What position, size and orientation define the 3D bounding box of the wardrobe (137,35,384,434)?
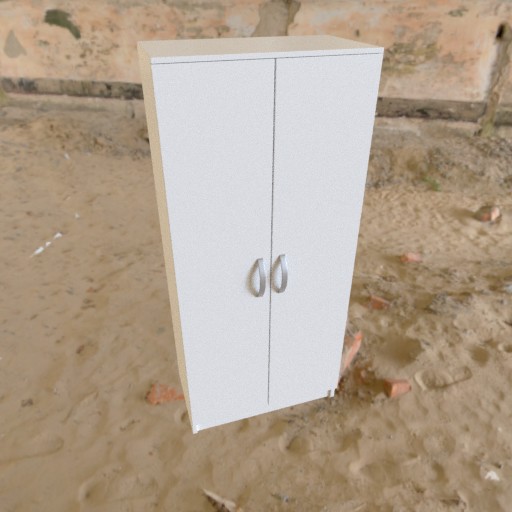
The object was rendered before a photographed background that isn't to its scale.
[{"bbox_3d":[0.000,0.000,1.965,0.760,1.700,0.470,-10,33,-15],"label":"wardrobe"}]
